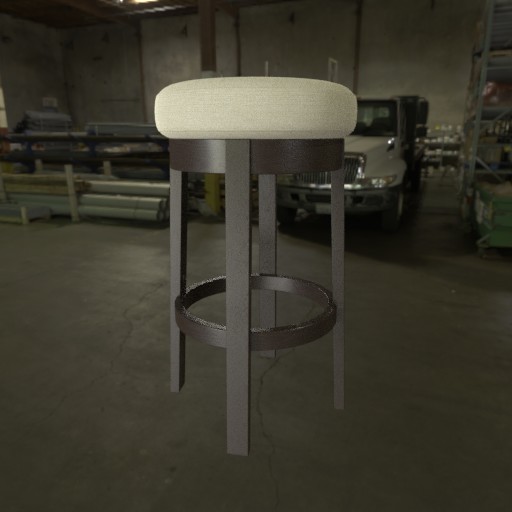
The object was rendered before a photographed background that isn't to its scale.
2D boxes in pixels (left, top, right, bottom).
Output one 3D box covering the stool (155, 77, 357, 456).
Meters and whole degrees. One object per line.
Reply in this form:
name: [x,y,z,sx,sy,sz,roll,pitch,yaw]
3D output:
stool: [0.000,0.000,1.043,0.446,0.758,0.446,0,15,0]
